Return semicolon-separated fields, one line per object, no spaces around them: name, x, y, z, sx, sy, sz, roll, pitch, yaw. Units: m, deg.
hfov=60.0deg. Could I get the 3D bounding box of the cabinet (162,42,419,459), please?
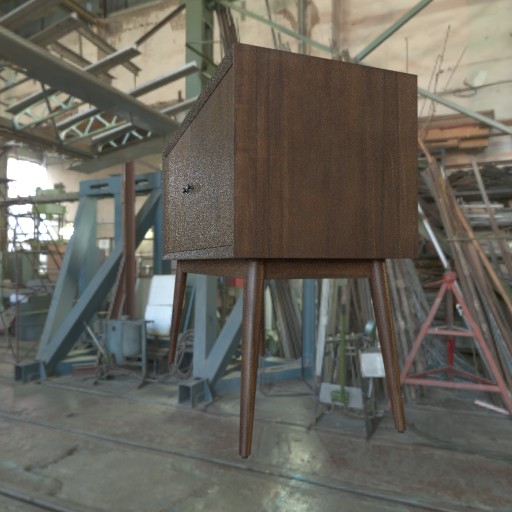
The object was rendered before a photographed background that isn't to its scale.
cabinet;0.000;0.000;1.093;0.354;0.654;0.743;0;-1;-20
